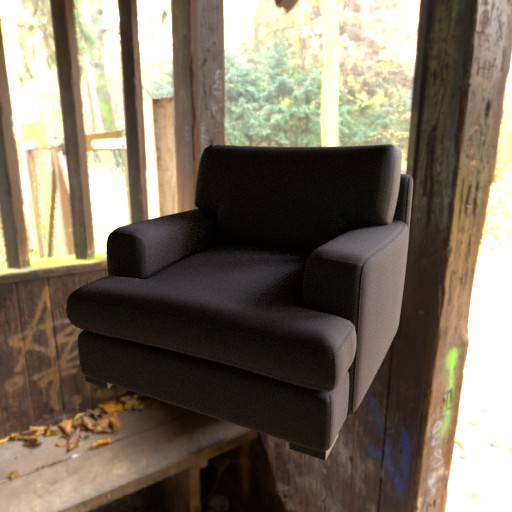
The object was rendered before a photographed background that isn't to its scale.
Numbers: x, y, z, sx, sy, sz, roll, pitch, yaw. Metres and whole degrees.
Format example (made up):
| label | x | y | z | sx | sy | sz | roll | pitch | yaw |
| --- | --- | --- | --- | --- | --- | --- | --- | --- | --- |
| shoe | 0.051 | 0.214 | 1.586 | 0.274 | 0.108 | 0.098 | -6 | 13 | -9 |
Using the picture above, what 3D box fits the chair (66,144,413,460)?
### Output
| label | x | y | z | sx | sy | sz | roll | pitch | yaw |
| --- | --- | --- | --- | --- | --- | --- | --- | --- | --- |
| chair | 0.000 | 0.000 | 1.921 | 1.168 | 0.940 | 1.143 | 7 | 16 | 26 |
